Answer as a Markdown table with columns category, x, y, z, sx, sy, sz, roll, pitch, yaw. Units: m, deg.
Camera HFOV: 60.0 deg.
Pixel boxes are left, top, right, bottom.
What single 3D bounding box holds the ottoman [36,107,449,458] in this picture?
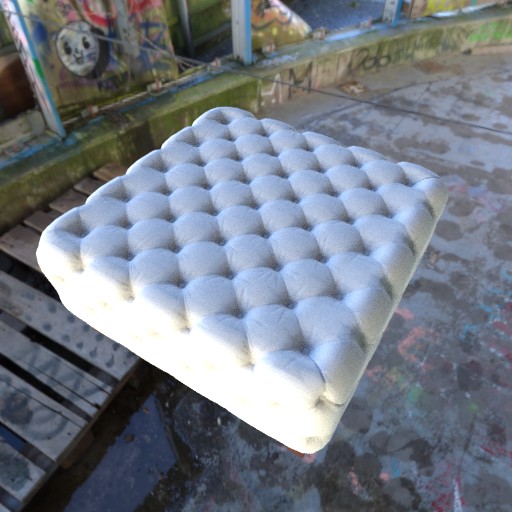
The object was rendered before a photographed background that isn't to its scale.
| category | x | y | z | sx | sy | sz | roll | pitch | yaw |
| --- | --- | --- | --- | --- | --- | --- | --- | --- | --- |
| ottoman | 0.000 | 0.000 | 1.171 | 0.755 | 0.376 | 0.753 | 24 | 51 | 21 |
